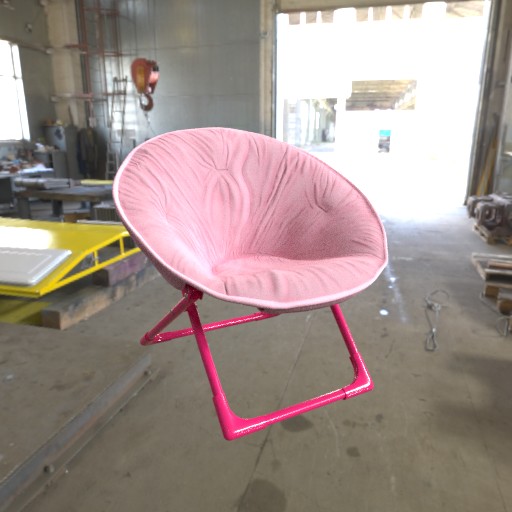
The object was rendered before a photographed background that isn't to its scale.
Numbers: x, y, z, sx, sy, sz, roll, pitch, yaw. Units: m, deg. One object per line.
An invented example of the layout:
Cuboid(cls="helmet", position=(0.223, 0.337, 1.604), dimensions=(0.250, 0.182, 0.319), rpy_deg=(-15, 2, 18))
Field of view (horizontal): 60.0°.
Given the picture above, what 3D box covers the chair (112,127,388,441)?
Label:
Cuboid(cls="chair", position=(0.000, 0.000, 0.878), dimensions=(0.522, 0.494, 0.459), rpy_deg=(-8, 17, -28))
